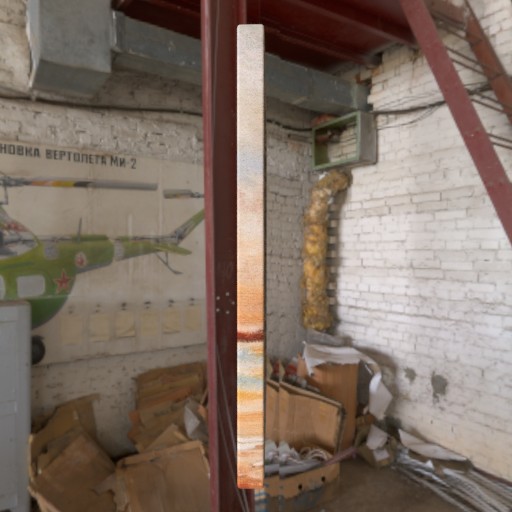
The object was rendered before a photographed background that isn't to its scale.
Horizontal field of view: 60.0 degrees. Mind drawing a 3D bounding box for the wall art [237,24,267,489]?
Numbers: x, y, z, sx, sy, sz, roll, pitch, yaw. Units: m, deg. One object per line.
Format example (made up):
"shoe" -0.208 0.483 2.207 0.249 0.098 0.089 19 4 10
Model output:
"wall art" 0.000 0.000 0.796 0.035 0.605 0.443 0 1 2
